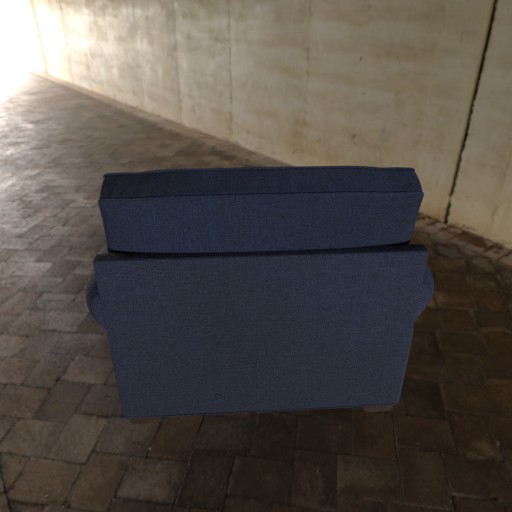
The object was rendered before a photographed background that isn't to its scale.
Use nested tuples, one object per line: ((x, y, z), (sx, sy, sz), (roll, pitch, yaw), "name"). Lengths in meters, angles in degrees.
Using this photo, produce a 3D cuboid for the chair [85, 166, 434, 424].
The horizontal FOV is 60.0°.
((0.000, 0.000, 1.992), (1.285, 1.044, 0.963), (-2, 29, -3), "chair")
